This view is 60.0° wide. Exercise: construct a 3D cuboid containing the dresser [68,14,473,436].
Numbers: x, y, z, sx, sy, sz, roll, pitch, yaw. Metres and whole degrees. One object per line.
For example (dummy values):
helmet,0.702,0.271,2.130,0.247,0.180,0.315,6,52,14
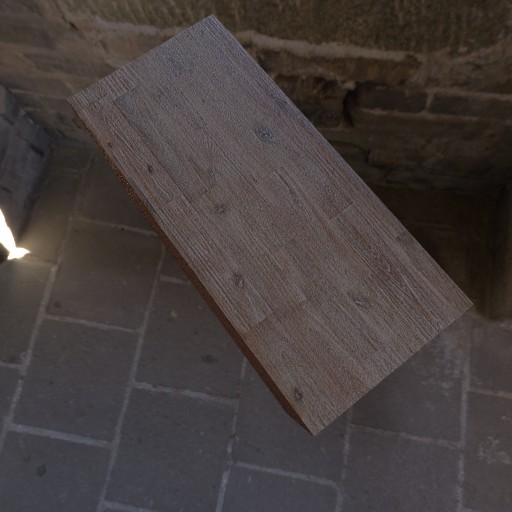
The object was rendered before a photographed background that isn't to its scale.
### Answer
dresser,0.000,0.000,1.547,0.455,1.029,0.998,-36,77,-10
